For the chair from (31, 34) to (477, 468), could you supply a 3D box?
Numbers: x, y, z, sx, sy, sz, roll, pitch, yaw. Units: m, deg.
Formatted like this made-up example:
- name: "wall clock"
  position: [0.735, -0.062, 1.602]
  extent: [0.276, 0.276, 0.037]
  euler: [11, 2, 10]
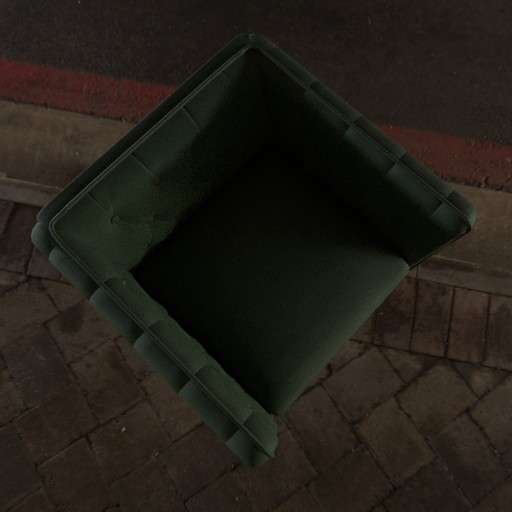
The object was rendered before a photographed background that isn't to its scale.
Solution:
- name: "chair"
  position: [0.000, 0.000, 1.501]
  extent: [0.855, 0.768, 0.917]
  euler: [43, 80, 9]
